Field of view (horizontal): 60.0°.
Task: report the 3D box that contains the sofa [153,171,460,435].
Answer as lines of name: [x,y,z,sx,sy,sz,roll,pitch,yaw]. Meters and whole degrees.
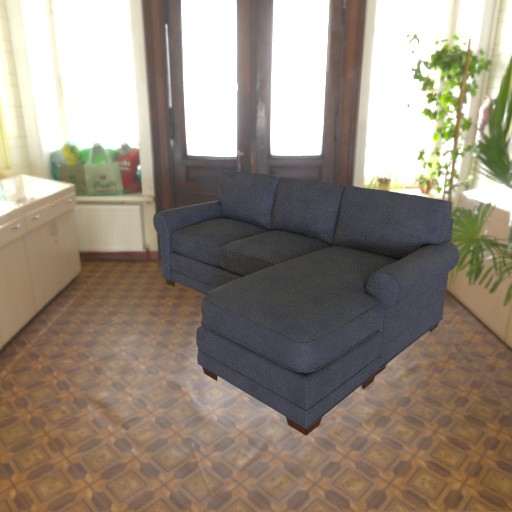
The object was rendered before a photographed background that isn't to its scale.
sofa: [0.000,0.000,3.525,2.567,1.063,1.780,17,25,41]
